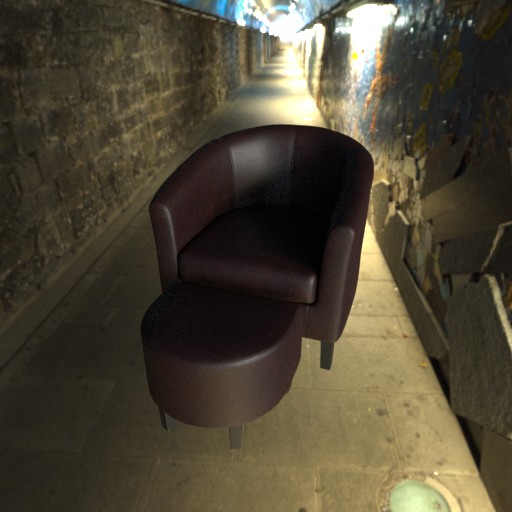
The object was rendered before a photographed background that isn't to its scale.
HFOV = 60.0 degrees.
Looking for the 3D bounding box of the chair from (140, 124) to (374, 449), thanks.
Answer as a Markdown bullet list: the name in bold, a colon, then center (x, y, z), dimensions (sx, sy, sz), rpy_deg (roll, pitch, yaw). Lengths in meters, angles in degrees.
- **chair**: center (0.000, 0.000, 1.628), dimensions (0.737, 0.755, 1.176), rpy_deg (9, 28, 17)
